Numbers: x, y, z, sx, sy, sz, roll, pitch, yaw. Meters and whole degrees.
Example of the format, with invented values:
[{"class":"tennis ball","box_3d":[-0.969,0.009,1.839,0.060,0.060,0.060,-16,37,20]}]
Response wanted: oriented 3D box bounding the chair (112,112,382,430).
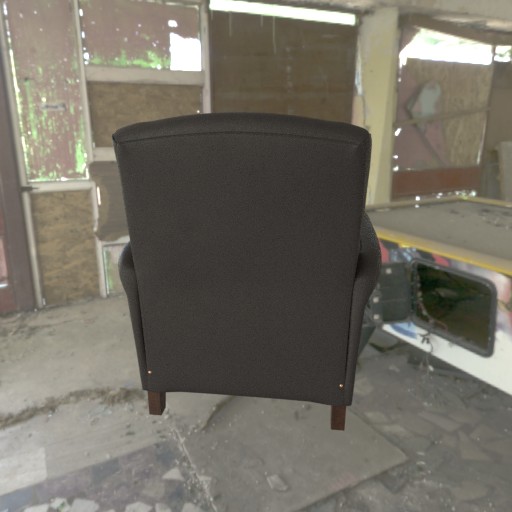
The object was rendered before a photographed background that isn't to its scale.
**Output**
[{"class":"chair","box_3d":[0.000,0.000,1.767,0.978,1.061,0.902,2,16,7]}]
